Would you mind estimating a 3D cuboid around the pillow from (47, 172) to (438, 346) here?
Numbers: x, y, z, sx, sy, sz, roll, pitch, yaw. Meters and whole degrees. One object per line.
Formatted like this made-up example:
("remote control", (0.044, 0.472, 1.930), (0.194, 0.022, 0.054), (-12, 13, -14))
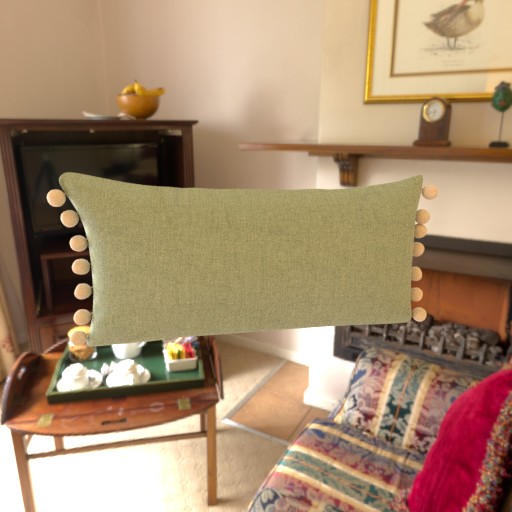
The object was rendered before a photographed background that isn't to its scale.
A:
("pillow", (0.000, 0.000, 0.839), (0.709, 0.322, 0.201), (-3, 16, -9))
